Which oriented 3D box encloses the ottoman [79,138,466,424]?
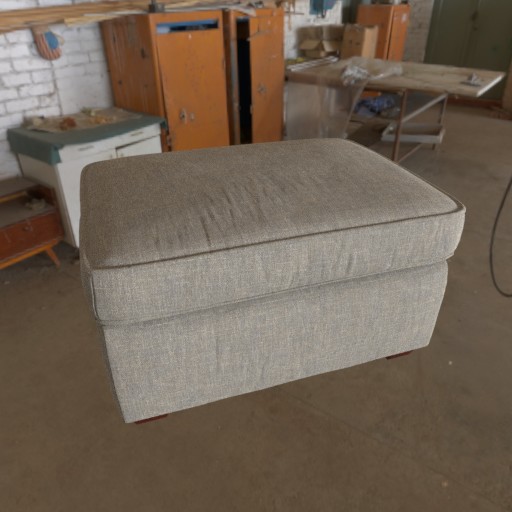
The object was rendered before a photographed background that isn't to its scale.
[{"bbox_3d":[0.000,0.000,1.091,0.762,0.457,0.559,-10,32,-16],"label":"ottoman"}]
